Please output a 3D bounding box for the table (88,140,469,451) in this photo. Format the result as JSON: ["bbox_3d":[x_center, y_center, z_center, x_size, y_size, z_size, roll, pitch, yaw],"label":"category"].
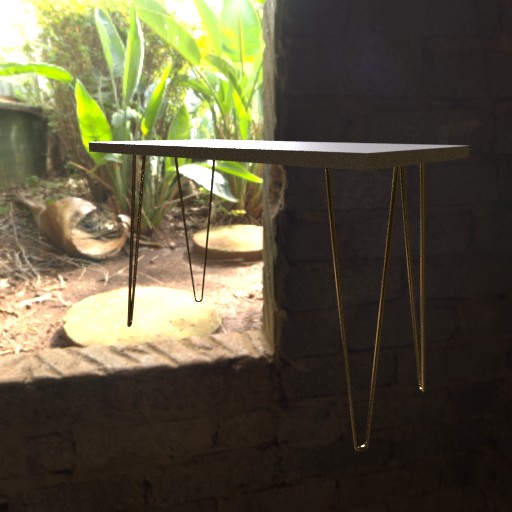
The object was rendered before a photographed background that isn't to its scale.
[{"bbox_3d":[0.000,0.000,1.344,0.991,0.660,0.498,14,21,41],"label":"table"}]
